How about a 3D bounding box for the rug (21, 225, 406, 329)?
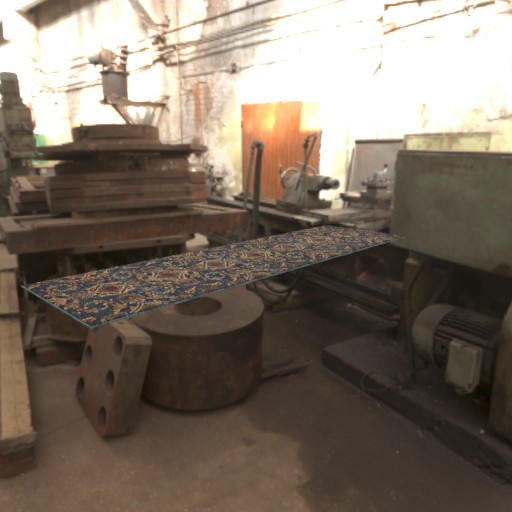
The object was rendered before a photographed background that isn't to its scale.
[{"bbox_3d":[0.000,0.000,2.533,0.685,0.014,2.292,13,19,43],"label":"rug"}]
